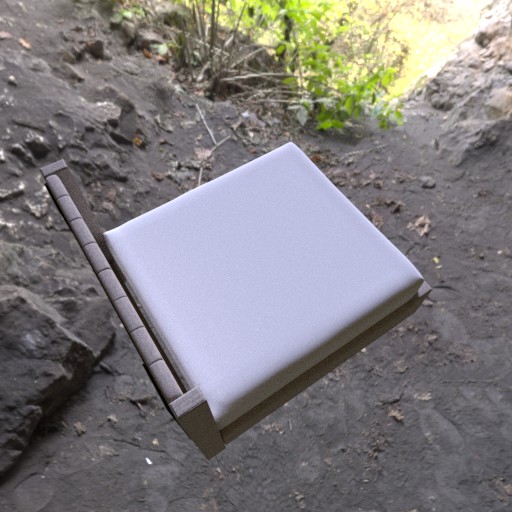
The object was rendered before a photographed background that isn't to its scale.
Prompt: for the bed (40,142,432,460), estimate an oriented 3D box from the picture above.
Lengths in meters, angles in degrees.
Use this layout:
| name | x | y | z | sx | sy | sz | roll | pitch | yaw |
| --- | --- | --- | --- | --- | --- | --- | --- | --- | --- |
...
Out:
| name | x | y | z | sx | sy | sz | roll | pitch | yaw |
| --- | --- | --- | --- | --- | --- | --- | --- | --- | --- |
| bed | 0.000 | 0.000 | 3.767 | 2.372 | 1.748 | 2.044 | -30 | 63 | -17 |
